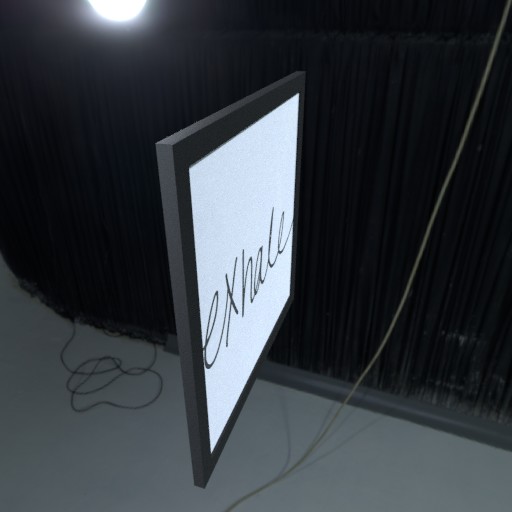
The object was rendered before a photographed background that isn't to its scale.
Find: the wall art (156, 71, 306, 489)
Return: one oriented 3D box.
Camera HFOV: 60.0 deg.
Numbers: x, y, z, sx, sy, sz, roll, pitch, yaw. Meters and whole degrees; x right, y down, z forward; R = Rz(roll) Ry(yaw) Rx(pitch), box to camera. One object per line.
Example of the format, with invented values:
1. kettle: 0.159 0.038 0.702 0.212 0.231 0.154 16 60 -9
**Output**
1. wall art: 0.000 0.000 0.515 0.012 0.357 0.358 10 31 16
